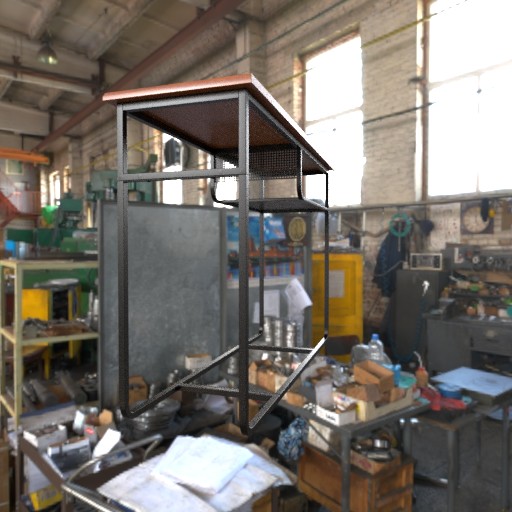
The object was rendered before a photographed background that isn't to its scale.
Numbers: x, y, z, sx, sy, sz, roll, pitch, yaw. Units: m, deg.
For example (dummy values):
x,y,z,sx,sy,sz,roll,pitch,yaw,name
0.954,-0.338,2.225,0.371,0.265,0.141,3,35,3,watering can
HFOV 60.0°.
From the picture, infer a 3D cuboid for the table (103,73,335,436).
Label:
x,y,z,sx,sy,sz,roll,pitch,yaw,name
0.000,0.000,1.460,0.350,0.750,1.100,0,2,19,table
